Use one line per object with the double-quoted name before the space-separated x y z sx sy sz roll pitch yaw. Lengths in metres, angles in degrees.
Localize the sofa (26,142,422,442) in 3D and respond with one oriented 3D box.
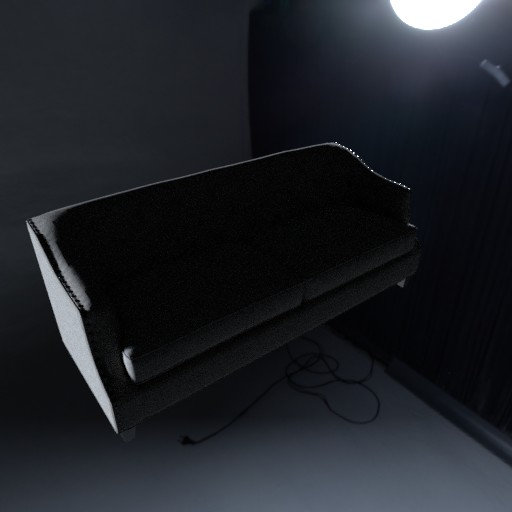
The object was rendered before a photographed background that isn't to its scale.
"sofa" 0.000 0.000 2.704 2.235 0.901 0.914 -21 37 -32
